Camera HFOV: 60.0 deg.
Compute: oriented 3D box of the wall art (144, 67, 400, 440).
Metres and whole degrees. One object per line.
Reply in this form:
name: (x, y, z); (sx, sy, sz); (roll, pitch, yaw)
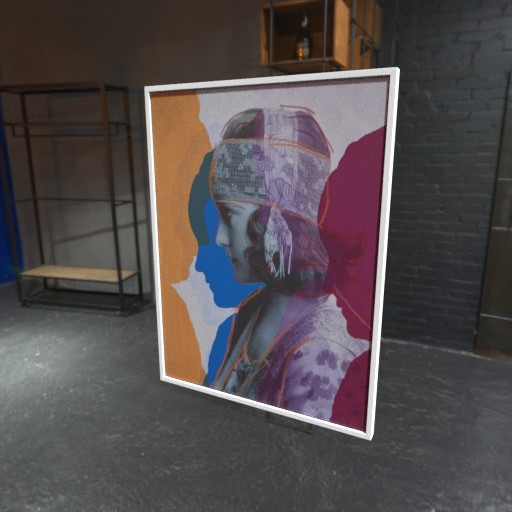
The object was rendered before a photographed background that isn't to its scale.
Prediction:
wall art: (0.000, 0.000, 1.402); (0.795, 1.050, 0.039); (7, 15, 26)
